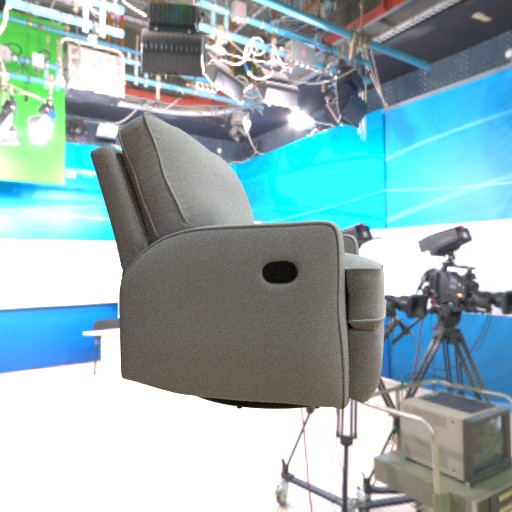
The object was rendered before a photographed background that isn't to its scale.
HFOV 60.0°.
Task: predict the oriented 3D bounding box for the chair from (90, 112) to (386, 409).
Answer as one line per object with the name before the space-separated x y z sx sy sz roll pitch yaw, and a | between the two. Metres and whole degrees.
chair | 0.000 0.000 1.721 0.969 0.964 0.861 0 -1 17
